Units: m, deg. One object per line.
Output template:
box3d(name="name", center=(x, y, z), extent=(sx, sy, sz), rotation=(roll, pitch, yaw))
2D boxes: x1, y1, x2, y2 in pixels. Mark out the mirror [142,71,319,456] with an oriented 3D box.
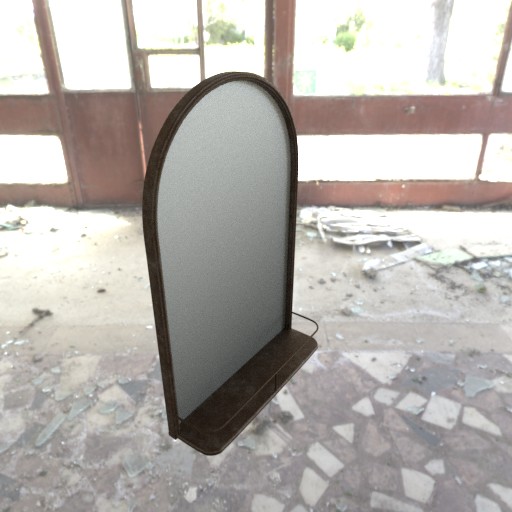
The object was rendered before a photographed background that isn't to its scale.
box3d(name="mirror", center=(0.000, 0.000, 1.006), extent=(0.137, 0.770, 0.510), rotation=(18, 32, 31))
